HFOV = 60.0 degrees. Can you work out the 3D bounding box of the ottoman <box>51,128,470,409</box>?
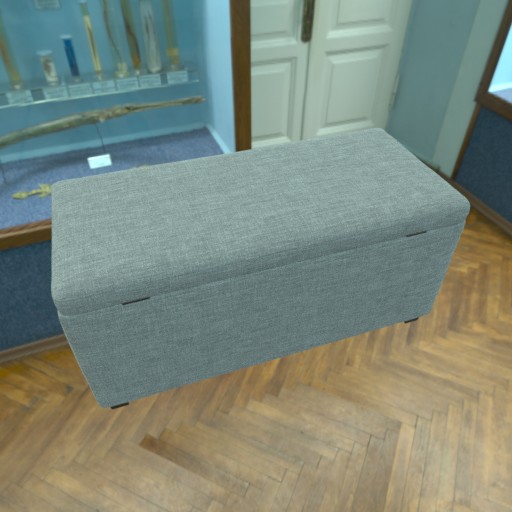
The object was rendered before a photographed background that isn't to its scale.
[{"bbox_3d":[0.000,0.000,1.130,0.902,0.432,0.419,-13,44,-14],"label":"ottoman"}]
